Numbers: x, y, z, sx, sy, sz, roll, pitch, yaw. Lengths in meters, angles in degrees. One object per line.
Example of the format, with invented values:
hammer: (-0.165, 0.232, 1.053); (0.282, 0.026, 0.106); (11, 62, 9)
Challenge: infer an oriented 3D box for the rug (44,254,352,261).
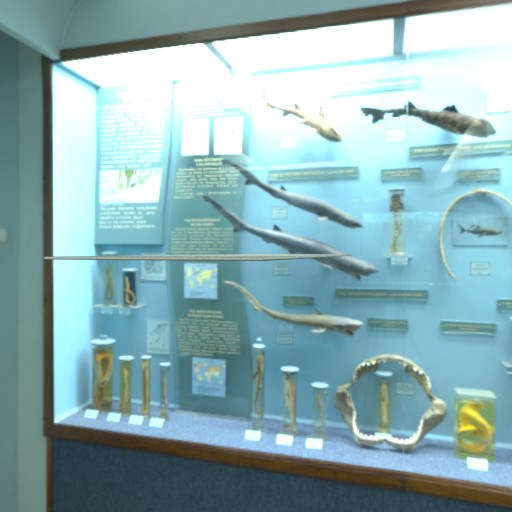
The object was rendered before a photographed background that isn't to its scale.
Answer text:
rug: (0.000, 0.000, 2.648); (0.864, 0.012, 2.388); (0, 0, 19)
